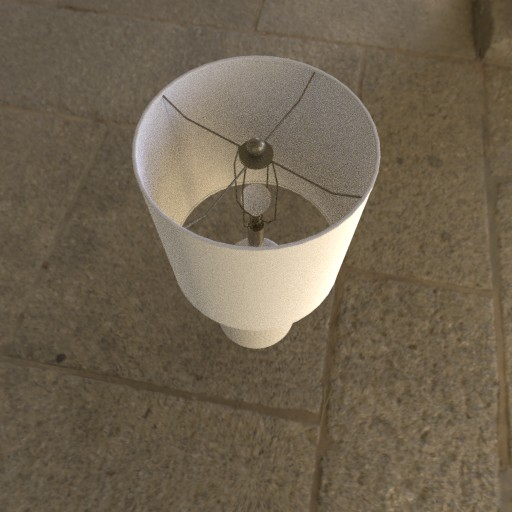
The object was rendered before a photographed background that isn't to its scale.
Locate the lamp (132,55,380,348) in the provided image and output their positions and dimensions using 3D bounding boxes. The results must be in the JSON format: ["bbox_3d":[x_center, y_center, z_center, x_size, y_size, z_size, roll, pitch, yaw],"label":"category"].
[{"bbox_3d":[0.000,0.000,0.512,0.188,0.392,0.188,-16,65,-8],"label":"lamp"}]
